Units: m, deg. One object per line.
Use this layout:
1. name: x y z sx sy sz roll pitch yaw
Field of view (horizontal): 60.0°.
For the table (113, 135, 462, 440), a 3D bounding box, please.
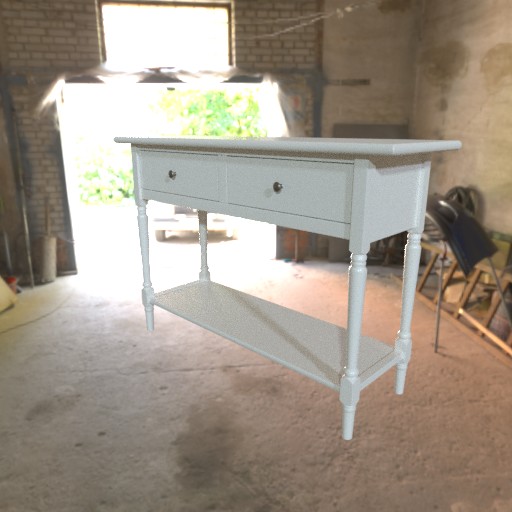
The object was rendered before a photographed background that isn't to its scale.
1. table: 0.000 0.000 1.584 1.191 0.814 0.386 15 22 42
